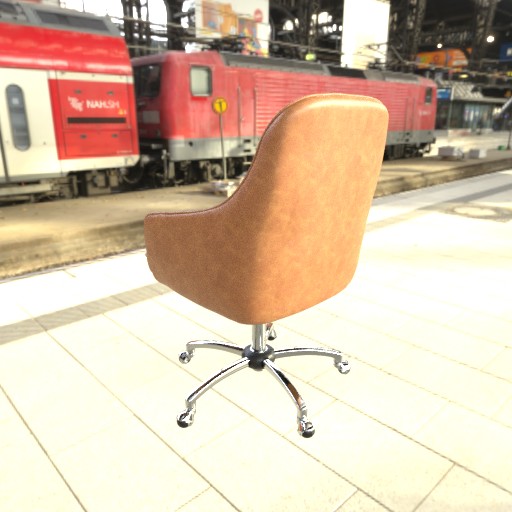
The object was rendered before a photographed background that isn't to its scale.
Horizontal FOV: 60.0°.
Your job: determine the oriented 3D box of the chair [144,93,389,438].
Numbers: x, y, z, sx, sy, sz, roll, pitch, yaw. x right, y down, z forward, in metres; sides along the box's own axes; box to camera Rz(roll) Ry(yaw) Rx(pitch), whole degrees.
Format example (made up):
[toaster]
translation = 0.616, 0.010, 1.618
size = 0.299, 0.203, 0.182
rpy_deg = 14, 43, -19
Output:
[chair]
translation = 0.000, 0.000, 1.347
size = 0.615, 0.909, 0.628
rpy_deg = 16, 24, 42
